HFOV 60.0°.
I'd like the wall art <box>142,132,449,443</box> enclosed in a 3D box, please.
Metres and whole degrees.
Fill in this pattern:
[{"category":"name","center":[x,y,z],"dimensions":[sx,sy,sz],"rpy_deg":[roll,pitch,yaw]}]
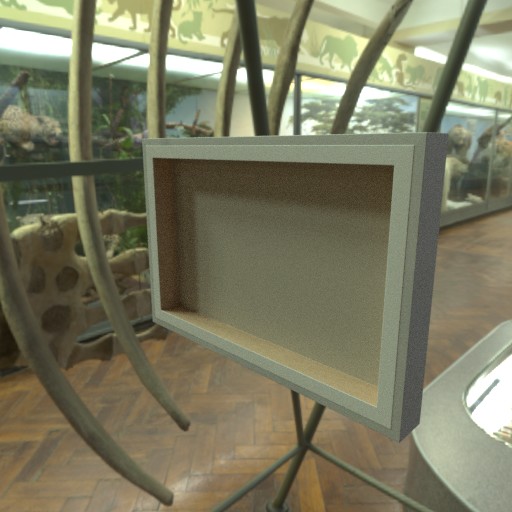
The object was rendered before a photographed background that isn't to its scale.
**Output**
[{"category":"wall art","center":[0.000,0.000,0.489],"dimensions":[0.381,0.254,0.038],"rpy_deg":[13,19,43]}]
